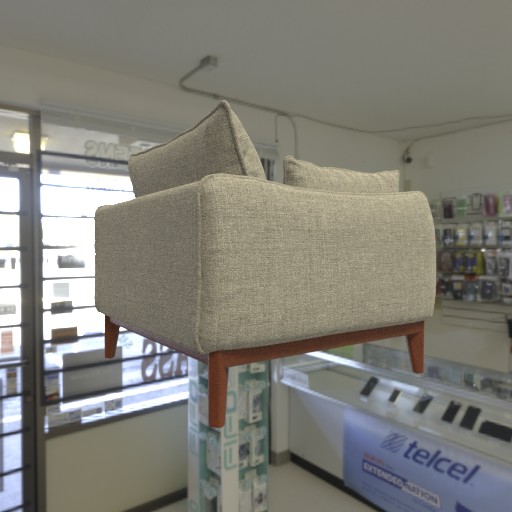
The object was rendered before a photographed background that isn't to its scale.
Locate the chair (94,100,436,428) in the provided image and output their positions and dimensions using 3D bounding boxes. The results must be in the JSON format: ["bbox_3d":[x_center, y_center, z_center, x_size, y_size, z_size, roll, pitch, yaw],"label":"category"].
[{"bbox_3d":[0.000,0.000,1.700,0.976,0.839,0.993,-1,1,-35],"label":"chair"}]
